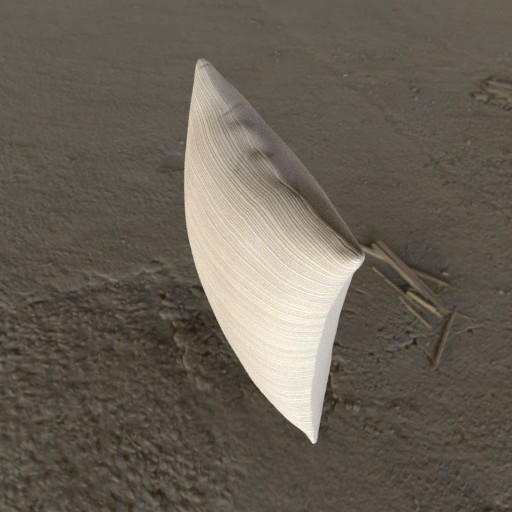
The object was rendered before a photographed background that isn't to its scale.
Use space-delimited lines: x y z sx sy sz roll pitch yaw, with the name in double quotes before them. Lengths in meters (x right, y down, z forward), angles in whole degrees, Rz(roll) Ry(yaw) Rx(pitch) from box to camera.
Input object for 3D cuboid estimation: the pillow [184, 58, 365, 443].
"pillow" 0.000 0.000 0.780 0.204 0.497 0.512 -17 49 -16
